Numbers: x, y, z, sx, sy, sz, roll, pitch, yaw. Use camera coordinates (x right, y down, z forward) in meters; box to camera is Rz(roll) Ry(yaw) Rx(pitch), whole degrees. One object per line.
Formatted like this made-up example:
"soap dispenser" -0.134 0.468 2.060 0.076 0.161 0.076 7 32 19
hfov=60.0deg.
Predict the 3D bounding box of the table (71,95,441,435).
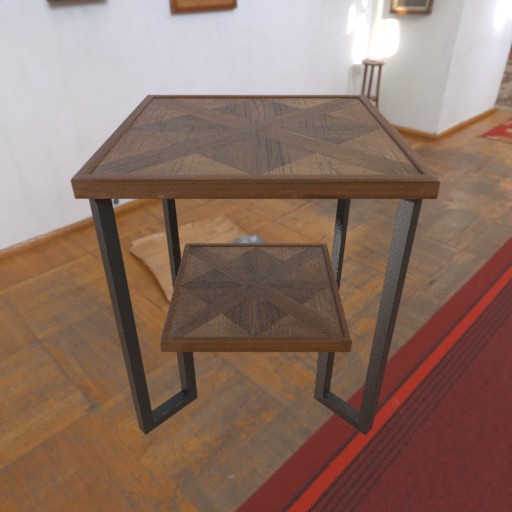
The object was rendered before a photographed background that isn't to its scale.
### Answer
"table" 0.000 0.000 0.961 0.503 0.563 0.503 0 32 0
